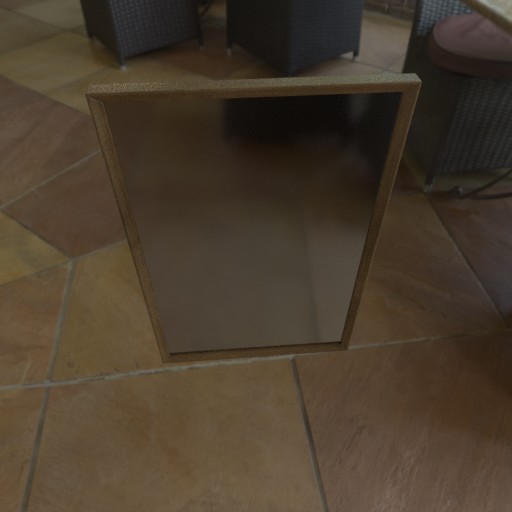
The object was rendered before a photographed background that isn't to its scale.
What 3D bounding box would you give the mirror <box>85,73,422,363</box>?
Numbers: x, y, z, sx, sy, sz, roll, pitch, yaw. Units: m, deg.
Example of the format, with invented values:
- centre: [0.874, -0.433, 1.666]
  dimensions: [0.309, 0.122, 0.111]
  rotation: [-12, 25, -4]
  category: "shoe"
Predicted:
- centre: [0.000, 0.000, 1.142]
  dimensions: [0.609, 0.915, 0.041]
  rotation: [-3, 46, -3]
  category: "mirror"
